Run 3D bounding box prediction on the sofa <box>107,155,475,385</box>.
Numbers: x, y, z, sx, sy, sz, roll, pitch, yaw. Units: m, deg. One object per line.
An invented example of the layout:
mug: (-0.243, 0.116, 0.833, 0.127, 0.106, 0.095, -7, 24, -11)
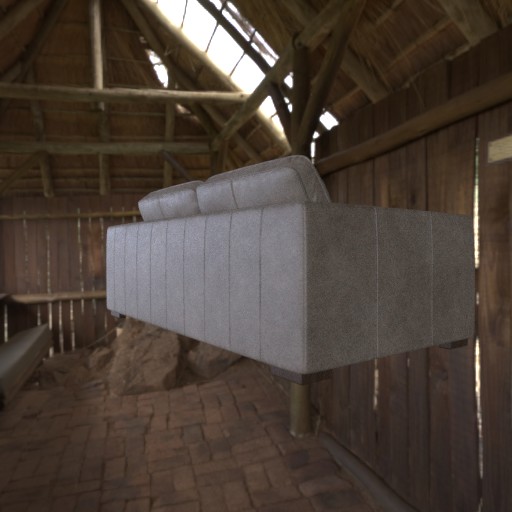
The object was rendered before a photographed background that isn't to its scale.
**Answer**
sofa: (0.000, 0.000, 2.434, 1.070, 0.800, 1.920, -1, 1, -36)
